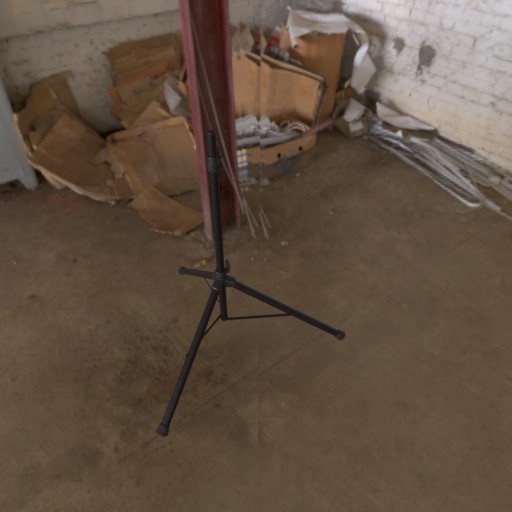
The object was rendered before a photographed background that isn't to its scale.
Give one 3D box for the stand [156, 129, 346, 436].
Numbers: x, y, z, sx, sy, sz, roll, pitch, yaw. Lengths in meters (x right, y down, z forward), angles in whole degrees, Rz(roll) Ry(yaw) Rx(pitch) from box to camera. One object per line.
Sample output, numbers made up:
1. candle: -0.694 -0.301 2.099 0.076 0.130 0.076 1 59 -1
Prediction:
1. stand: 0.000 0.000 1.892 0.907 1.136 1.045 0 41 -1
